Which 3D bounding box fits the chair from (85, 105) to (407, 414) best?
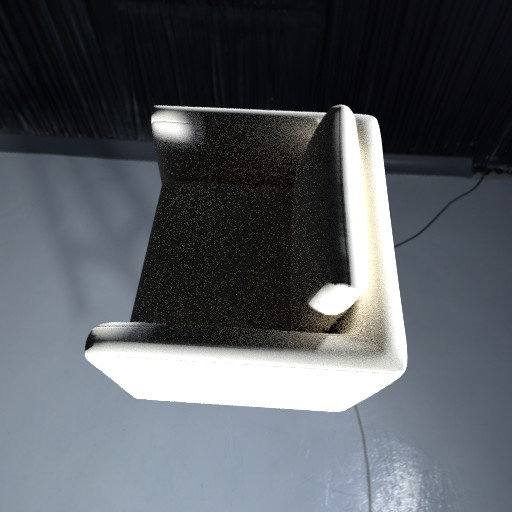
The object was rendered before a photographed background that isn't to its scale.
[{"bbox_3d":[0.000,0.000,1.667,0.889,0.865,1.041,3,58,2],"label":"chair"}]
